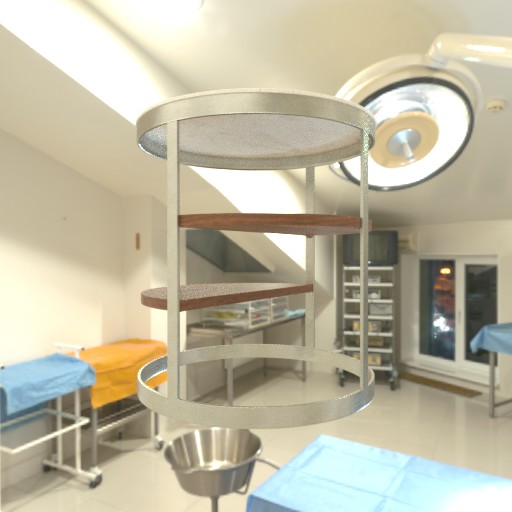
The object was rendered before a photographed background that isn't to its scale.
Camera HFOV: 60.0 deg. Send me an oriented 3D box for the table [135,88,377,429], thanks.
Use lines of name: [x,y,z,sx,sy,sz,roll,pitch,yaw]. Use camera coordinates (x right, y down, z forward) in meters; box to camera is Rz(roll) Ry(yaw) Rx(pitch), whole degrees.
table: [0.000,0.000,0.776,0.407,0.447,0.407,0,0,0]
